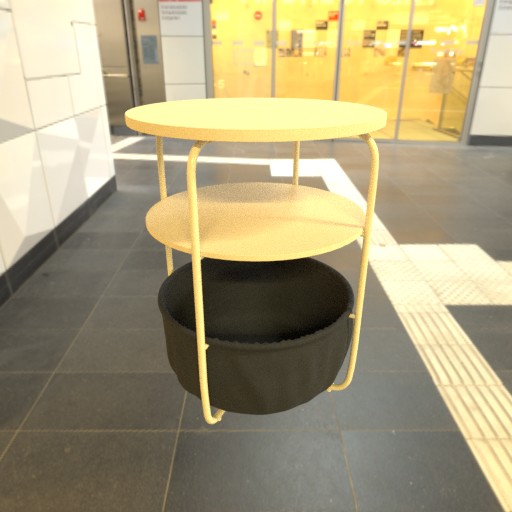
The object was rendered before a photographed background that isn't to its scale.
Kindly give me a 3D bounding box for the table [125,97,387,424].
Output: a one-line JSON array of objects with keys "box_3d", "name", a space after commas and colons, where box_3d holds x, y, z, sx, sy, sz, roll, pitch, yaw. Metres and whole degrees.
[{"box_3d": [0.000, 0.000, 0.843, 0.418, 0.532, 0.418, -9, 26, -18], "name": "table"}]
